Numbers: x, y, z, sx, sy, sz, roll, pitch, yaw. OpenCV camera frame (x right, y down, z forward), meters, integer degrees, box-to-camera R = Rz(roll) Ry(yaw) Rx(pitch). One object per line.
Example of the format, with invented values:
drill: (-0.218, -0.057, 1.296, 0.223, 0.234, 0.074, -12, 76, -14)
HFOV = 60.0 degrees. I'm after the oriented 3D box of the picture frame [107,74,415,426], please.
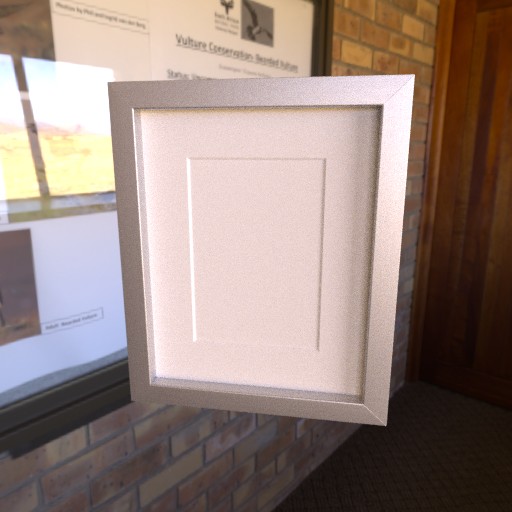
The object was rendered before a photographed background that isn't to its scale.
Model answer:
picture frame: (0.000, 0.000, 0.381, 0.233, 0.282, 0.036, 2, 14, 9)
